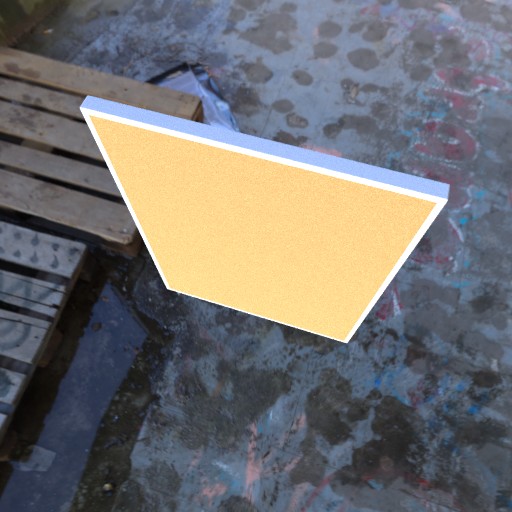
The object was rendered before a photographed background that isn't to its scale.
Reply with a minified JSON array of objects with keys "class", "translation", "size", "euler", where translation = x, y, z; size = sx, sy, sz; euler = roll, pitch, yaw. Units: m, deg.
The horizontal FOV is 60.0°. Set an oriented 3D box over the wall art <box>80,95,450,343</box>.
[{"class":"wall art","translation":[0.000,0.000,1.608],"size":[0.914,1.221,0.046],"euler":[16,65,8]}]
